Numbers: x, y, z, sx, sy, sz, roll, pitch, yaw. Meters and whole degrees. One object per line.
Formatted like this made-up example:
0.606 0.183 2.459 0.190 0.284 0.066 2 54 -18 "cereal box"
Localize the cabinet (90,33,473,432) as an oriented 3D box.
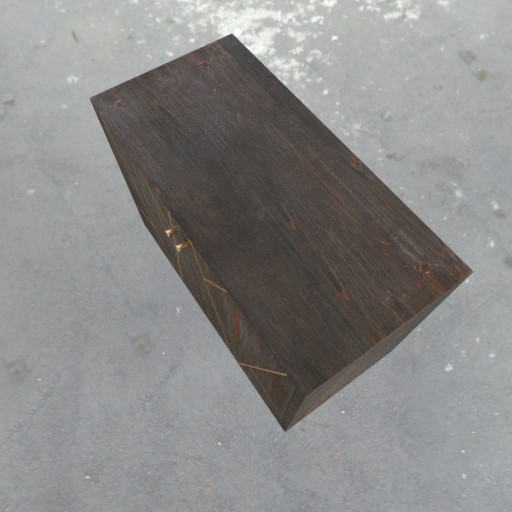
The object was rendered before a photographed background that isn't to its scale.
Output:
0.000 0.000 1.554 0.529 0.897 1.023 -32 67 -15 "cabinet"
